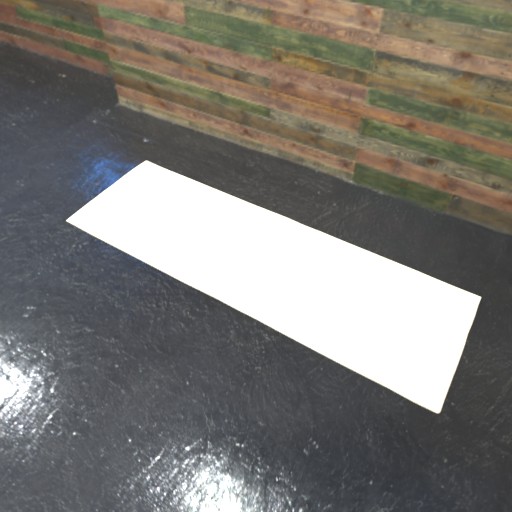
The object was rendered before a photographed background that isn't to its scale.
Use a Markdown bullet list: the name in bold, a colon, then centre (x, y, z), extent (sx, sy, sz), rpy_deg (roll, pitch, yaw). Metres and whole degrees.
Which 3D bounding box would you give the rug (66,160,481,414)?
- **rug**: centre (0.000, 0.000, 2.665), extent (2.450, 0.014, 0.793), rpy_deg (25, 52, 21)
